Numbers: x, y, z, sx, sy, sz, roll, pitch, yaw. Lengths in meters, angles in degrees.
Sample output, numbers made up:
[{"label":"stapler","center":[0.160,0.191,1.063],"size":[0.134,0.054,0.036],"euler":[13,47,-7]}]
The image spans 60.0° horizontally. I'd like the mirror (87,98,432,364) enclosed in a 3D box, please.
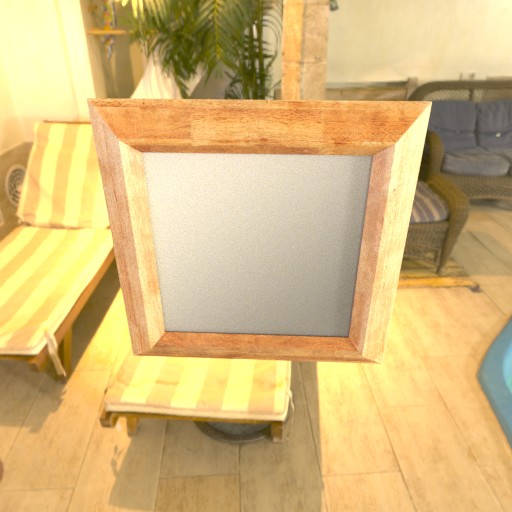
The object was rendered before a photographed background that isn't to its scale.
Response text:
[{"label":"mirror","center":[0.000,0.000,0.976],"size":[0.651,0.651,0.047],"euler":[1,30,2]}]
